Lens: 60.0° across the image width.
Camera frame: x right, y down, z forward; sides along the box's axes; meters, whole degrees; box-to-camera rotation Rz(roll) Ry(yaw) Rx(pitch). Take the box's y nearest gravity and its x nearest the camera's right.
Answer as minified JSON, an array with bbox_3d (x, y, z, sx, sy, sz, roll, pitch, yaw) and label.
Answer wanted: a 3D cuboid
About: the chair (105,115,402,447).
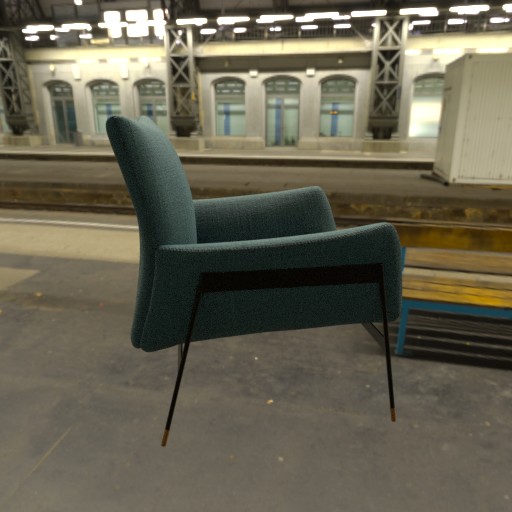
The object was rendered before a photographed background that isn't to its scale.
[{"bbox_3d":[0.000,0.000,1.418,0.769,0.859,0.678,-3,18,-8],"label":"chair"}]
